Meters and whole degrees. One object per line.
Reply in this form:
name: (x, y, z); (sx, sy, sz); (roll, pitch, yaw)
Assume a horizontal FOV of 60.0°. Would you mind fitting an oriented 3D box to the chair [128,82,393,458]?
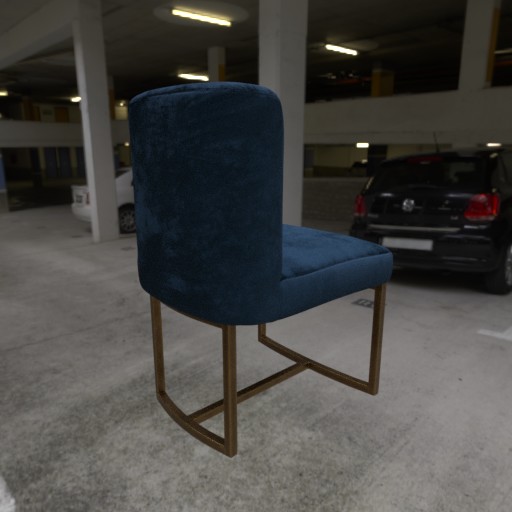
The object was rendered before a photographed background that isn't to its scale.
chair: (0.000, 0.000, 1.199); (0.560, 0.824, 0.530); (-13, 19, -41)
